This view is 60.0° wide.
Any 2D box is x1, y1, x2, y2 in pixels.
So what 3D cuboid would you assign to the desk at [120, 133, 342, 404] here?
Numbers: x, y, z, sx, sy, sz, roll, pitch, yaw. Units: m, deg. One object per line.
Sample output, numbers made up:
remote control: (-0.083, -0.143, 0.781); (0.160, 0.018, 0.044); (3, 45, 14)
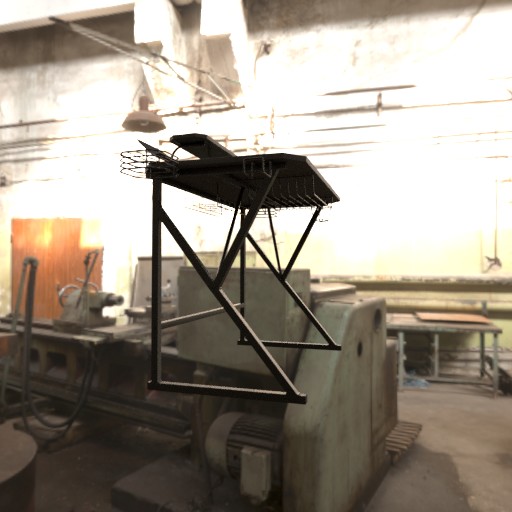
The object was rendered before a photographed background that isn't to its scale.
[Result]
desk: (0.000, 0.000, 1.792); (0.580, 0.880, 1.290); (0, -1, 18)
